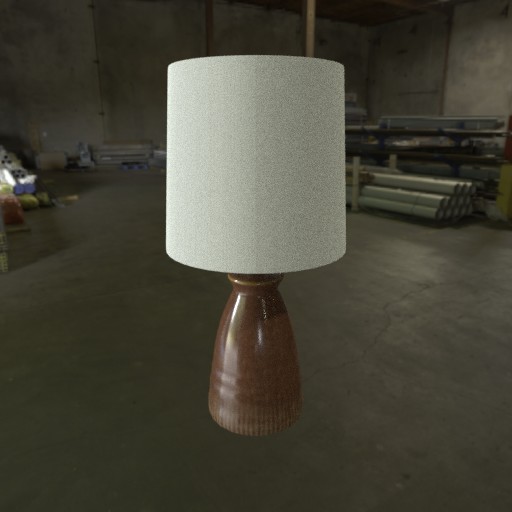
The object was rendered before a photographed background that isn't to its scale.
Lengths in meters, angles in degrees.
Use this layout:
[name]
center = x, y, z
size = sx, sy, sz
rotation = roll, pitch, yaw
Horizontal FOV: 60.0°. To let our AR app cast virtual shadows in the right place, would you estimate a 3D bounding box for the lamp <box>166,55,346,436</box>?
[lamp]
center = 0.000, 0.000, 0.471
size = 0.186, 0.369, 0.186
rotation = 0, 16, 0
